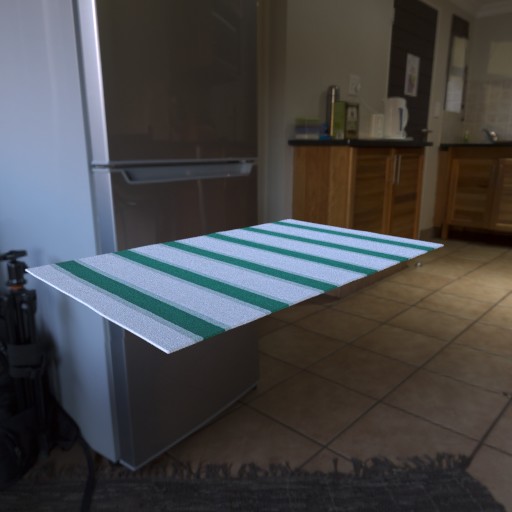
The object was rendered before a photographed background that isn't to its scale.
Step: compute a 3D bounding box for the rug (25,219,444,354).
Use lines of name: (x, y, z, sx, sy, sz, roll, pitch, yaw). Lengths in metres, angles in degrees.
rug: (0.000, 0.000, 2.988, 2.436, 0.015, 1.521, -14, 20, -43)
